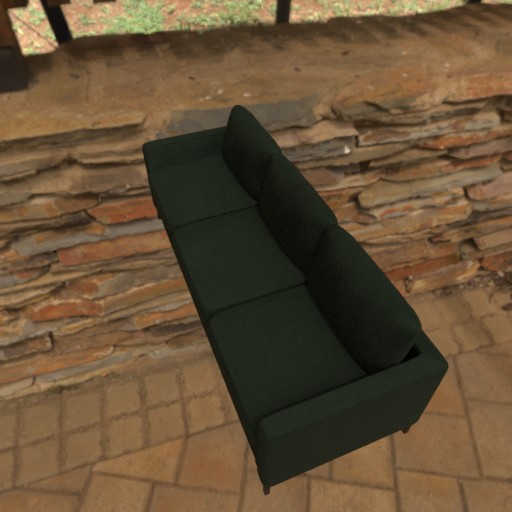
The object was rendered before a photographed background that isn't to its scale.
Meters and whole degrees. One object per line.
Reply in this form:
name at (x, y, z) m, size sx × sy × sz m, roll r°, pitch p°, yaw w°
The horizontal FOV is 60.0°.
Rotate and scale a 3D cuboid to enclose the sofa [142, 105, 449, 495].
sofa at (0.000, 0.000, 2.596) m, size 0.859 × 0.870 × 2.218 m, roll -16°, pitch 47°, yaw -15°
